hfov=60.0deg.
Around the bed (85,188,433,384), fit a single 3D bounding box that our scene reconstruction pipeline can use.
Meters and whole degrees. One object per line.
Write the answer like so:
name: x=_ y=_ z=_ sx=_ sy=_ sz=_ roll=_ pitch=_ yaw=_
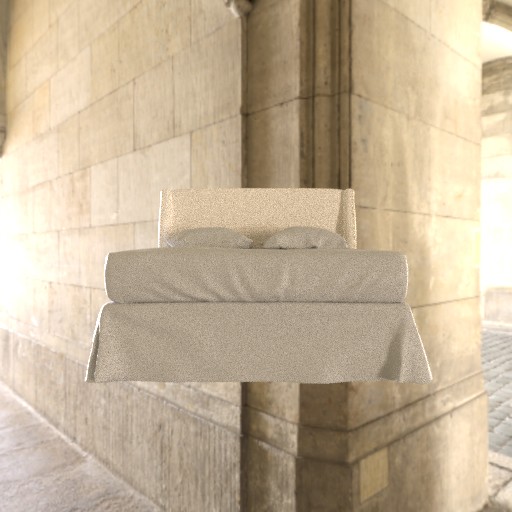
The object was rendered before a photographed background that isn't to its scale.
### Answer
bed: x=0.000 y=0.000 z=3.373 sx=1.925 sy=1.332 sz=2.276 roll=0 pitch=1 yaw=1
